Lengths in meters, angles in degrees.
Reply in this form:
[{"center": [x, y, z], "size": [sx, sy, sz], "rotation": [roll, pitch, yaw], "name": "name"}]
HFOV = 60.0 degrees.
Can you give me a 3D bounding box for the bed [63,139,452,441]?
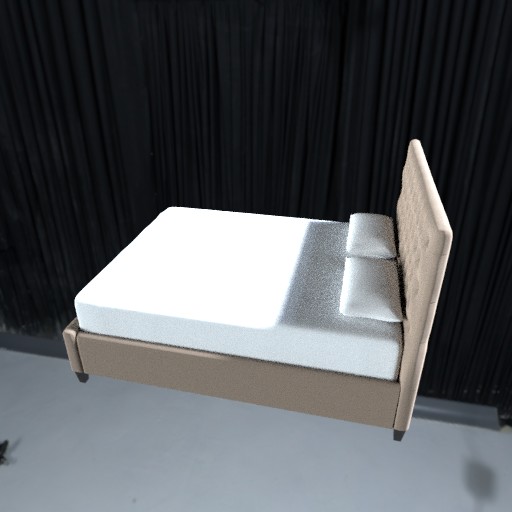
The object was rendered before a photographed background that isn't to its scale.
[{"center": [0.000, 0.000, 3.254], "size": [2.233, 1.426, 1.696], "rotation": [6, 29, 11], "name": "bed"}]
